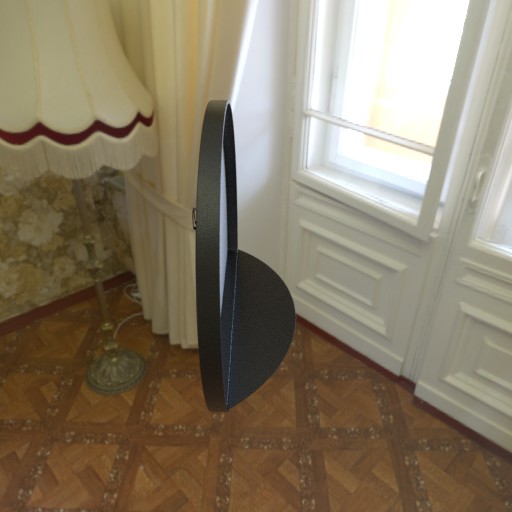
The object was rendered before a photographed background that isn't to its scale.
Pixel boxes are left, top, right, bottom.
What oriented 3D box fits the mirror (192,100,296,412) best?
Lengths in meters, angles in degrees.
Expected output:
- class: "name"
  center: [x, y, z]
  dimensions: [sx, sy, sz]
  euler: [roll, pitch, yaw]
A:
- class: "mirror"
  center: [0.000, 0.000, 0.689]
  dimensions: [0.133, 0.457, 0.457]
  euler: [0, 33, 0]
